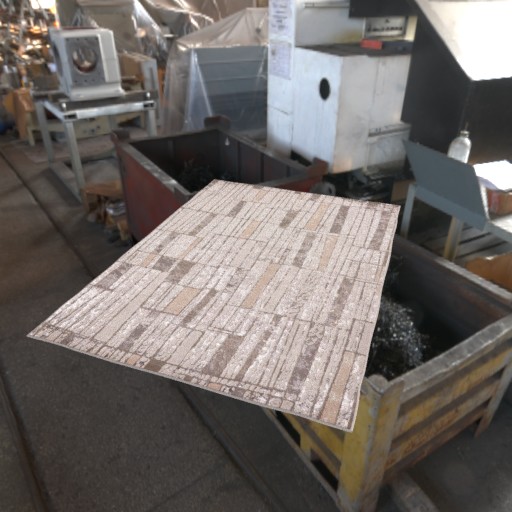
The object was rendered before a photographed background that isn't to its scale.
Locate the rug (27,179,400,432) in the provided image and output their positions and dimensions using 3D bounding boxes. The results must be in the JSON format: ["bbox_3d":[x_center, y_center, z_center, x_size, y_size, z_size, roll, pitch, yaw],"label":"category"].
[{"bbox_3d":[0.000,0.000,4.305,2.449,0.019,3.357,11,33,17],"label":"rug"}]
